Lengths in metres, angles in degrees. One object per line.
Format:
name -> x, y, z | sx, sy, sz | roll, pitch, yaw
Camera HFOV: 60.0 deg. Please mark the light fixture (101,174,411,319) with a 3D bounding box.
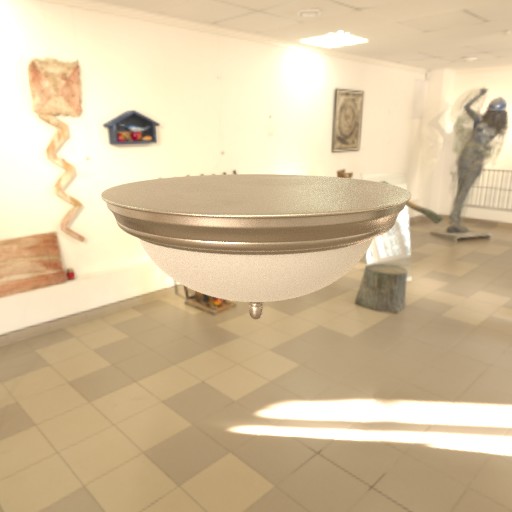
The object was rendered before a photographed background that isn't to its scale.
light fixture -> 0.000, 0.000, 0.439 | 0.280, 0.135, 0.280 | 0, 16, 0
